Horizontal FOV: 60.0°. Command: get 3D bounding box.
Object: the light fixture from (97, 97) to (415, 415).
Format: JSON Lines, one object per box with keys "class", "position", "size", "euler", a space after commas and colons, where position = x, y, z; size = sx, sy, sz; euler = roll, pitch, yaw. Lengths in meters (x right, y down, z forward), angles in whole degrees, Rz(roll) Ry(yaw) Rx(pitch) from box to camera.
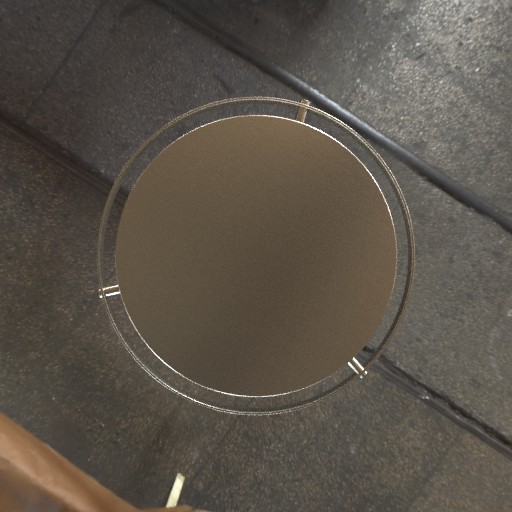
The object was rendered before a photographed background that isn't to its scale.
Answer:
{"class": "light fixture", "position": [0.000, 0.000, 0.562], "size": [0.361, 0.130, 0.361], "euler": [0, 90, -1]}
